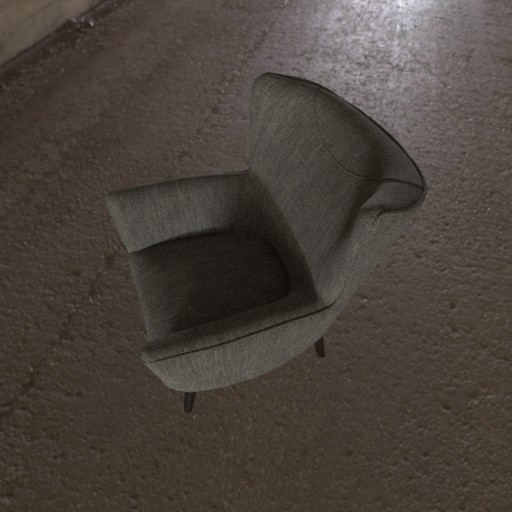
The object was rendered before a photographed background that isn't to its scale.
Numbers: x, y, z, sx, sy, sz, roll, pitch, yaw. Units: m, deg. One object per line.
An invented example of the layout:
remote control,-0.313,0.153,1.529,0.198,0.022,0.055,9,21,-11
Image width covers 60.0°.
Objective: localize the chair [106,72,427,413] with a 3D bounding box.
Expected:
chair,0.000,0.000,1.558,0.888,0.933,0.781,-16,49,-14
